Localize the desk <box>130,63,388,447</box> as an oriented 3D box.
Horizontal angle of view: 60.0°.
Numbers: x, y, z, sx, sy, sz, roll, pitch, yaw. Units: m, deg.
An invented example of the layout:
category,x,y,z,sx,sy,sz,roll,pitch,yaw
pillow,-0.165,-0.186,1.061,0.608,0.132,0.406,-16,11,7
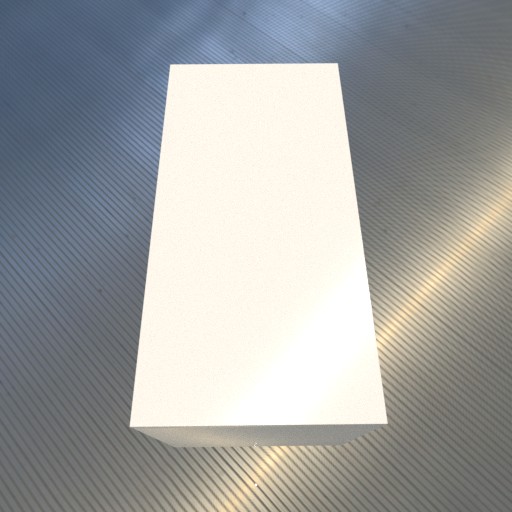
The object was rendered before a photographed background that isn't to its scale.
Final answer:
category,x,y,z,sx,sy,sz,roll,pitch,yaw
desk,0.000,0.000,1.834,0.690,0.740,1.400,-1,63,0
